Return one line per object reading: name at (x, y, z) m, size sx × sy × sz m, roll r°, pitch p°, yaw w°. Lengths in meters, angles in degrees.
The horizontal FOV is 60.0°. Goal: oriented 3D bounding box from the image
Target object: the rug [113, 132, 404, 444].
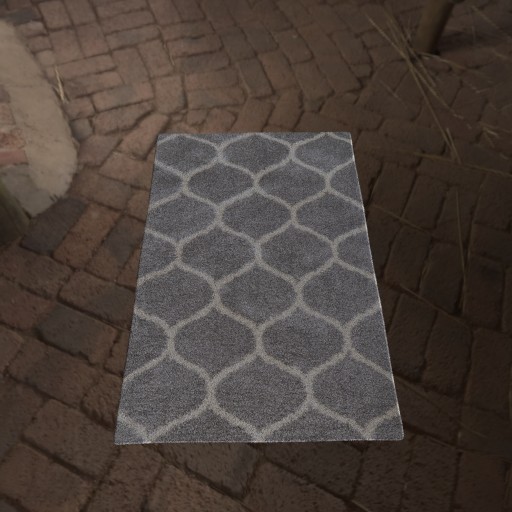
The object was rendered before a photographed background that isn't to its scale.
rug at (0.000, 0.000, 3.442) m, size 1.801 × 0.026 × 2.701 m, roll -1°, pitch 58°, yaw 0°
